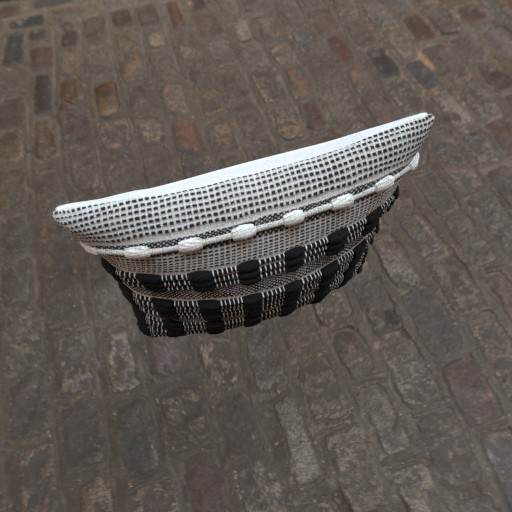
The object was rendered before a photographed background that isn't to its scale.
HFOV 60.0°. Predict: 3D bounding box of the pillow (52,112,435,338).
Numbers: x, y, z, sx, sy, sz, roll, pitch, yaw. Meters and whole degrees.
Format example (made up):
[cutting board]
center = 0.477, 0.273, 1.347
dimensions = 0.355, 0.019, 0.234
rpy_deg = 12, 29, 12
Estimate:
[pillow]
center = 0.000, 0.000, 0.666
dimensions = 0.436, 0.438, 0.156
rpy_deg = -16, 65, -8
